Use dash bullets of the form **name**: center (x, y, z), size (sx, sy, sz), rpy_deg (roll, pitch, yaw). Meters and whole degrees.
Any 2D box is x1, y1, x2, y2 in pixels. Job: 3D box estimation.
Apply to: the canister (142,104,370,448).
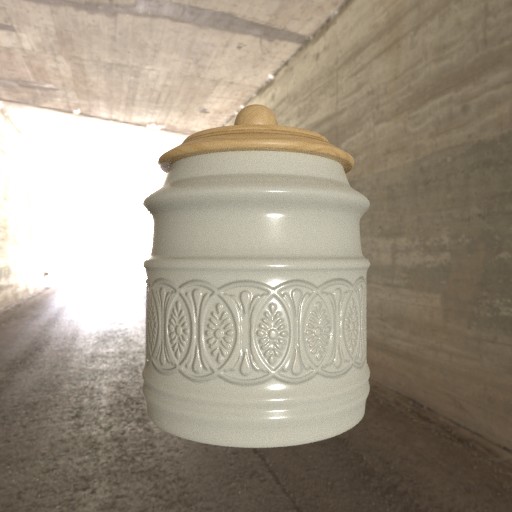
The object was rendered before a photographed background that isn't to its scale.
- **canister**: center (0.000, 0.000, 0.261), size (0.130, 0.176, 0.130), rpy_deg (0, 0, 0)
